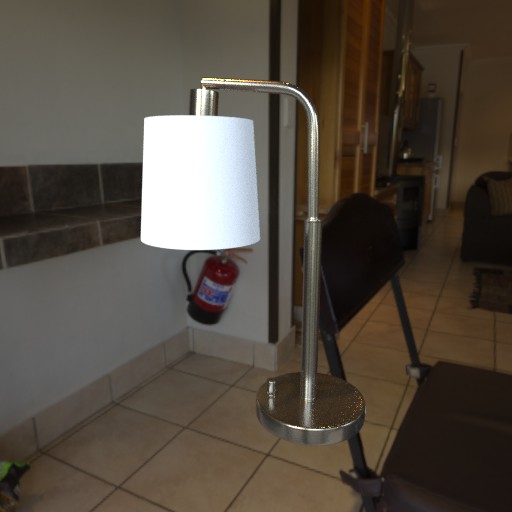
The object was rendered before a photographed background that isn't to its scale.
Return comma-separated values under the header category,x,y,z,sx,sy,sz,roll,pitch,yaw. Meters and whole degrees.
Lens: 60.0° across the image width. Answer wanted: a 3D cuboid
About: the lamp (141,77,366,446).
category,x,y,z,sx,sy,sz,roll,pitch,yaw
lamp,0.000,0.000,0.641,0.333,0.489,0.171,2,13,9
